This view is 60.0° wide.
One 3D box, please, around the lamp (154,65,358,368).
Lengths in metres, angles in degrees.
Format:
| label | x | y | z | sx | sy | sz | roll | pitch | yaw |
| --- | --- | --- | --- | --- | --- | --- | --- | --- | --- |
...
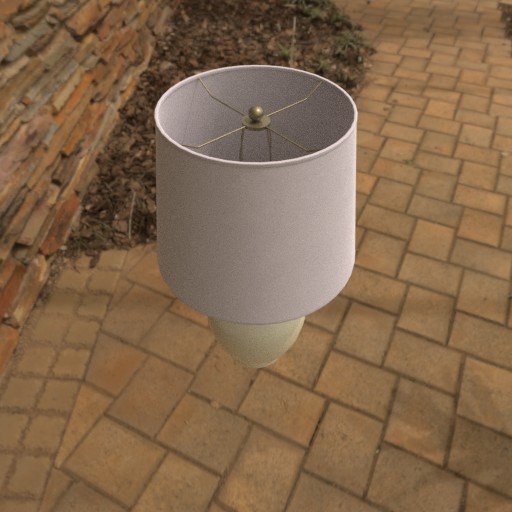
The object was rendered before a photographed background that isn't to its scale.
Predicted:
| label | x | y | z | sx | sy | sz | roll | pitch | yaw |
| --- | --- | --- | --- | --- | --- | --- | --- | --- | --- |
| lamp | 0.000 | 0.000 | 0.557 | 0.239 | 0.399 | 0.239 | 0 | 46 | 0 |
